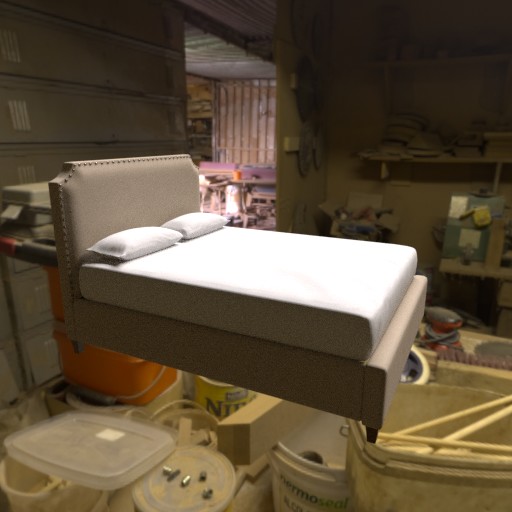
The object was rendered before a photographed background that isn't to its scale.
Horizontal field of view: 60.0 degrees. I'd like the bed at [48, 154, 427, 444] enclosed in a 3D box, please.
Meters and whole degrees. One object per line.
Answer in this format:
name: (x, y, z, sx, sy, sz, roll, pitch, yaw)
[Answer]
bed: (0.000, 0.000, 3.382, 2.329, 1.415, 1.703, 8, 17, 26)
